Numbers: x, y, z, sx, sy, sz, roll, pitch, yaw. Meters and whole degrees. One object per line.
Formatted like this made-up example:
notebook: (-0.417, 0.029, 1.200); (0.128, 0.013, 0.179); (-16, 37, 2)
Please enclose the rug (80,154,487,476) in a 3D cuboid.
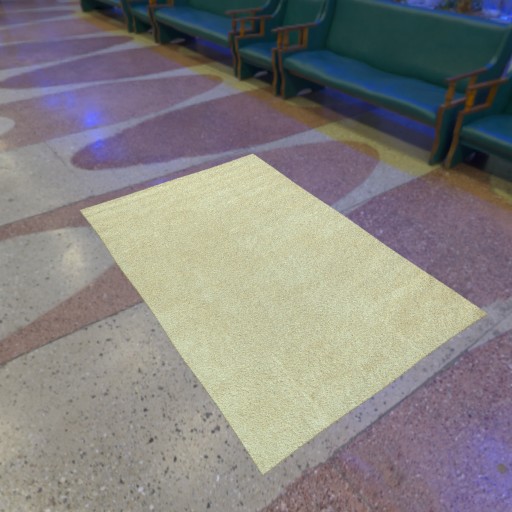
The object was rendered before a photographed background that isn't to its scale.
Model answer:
rug: (0.000, 0.000, 3.350); (1.800, 0.025, 2.699); (-24, 46, -26)
